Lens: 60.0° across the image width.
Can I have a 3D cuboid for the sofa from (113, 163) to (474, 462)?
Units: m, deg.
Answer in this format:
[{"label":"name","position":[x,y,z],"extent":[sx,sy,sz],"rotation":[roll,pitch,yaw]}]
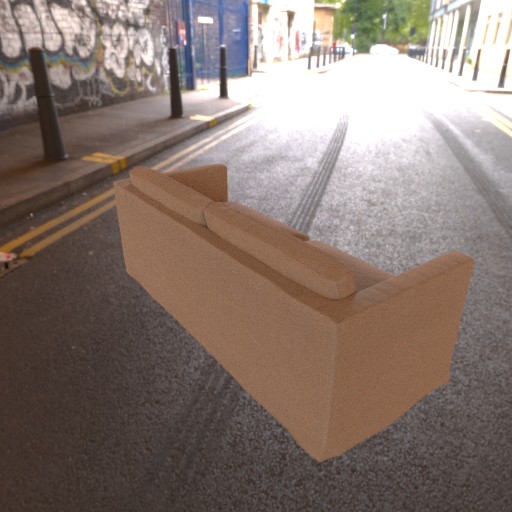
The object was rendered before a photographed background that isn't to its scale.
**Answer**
[{"label":"sofa","position":[0.000,0.000,2.762],"extent":[0.956,0.847,2.296],"rotation":[-17,31,-32]}]
